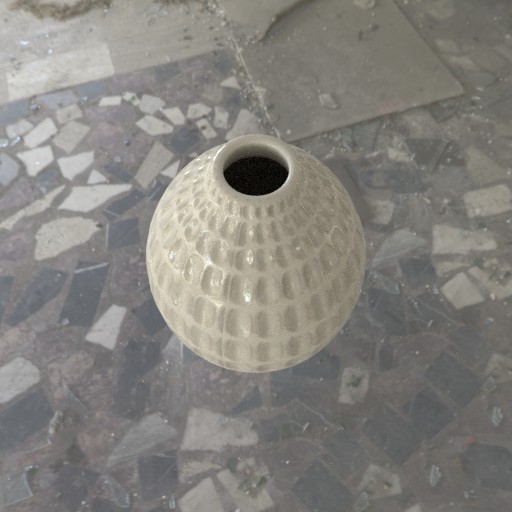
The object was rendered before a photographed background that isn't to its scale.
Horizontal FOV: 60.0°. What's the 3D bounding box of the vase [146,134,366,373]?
[{"bbox_3d":[0.000,0.000,0.263,0.128,0.167,0.128,0,63,0],"label":"vase"}]
